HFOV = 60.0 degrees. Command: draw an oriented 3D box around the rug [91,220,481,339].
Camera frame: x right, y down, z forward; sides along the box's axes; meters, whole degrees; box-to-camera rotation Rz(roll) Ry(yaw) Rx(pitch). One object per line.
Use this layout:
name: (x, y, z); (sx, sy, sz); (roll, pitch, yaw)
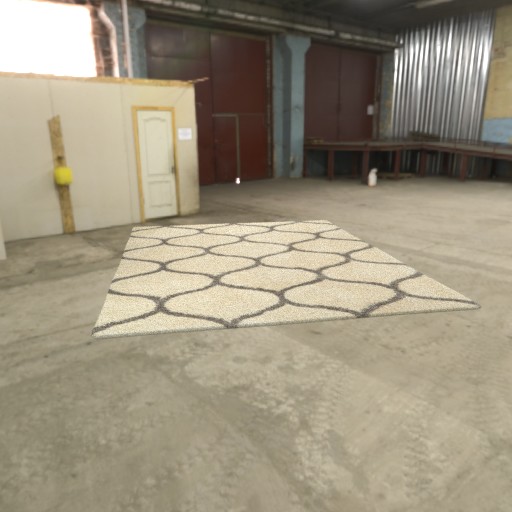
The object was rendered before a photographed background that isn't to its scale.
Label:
rug: (0.000, 0.000, 4.038); (2.399, 0.026, 3.000); (-3, 16, -10)
